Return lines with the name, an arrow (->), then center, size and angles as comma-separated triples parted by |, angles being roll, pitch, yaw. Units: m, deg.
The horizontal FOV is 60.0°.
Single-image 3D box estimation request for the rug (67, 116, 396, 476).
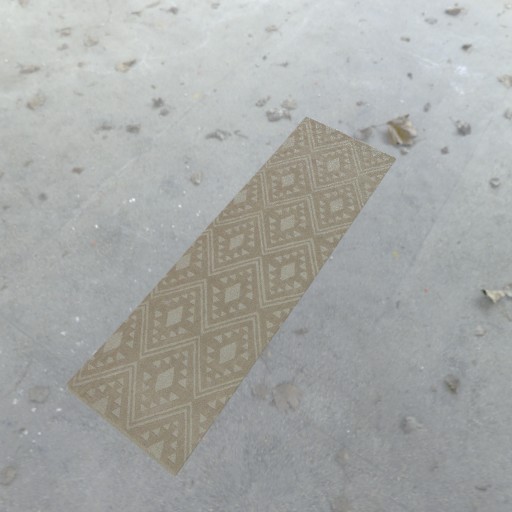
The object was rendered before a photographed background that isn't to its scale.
rug -> 0.000, 0.000, 2.730 | 0.752, 0.051, 2.452 | 30, 64, 17
